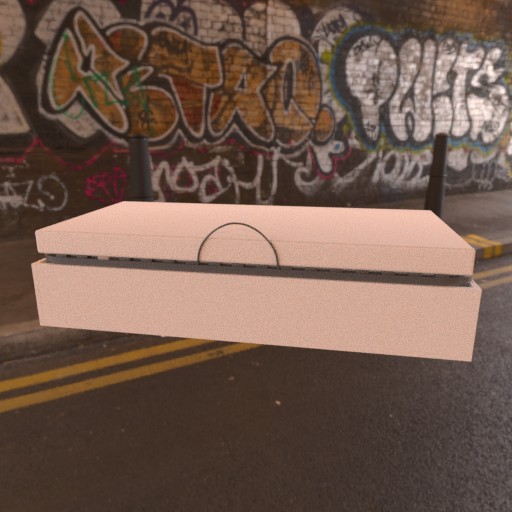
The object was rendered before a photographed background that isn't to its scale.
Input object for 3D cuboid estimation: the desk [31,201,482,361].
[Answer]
[{"bbox_3d":[0.000,0.000,2.273,1.900,0.526,0.900,3,16,10],"label":"desk"}]
